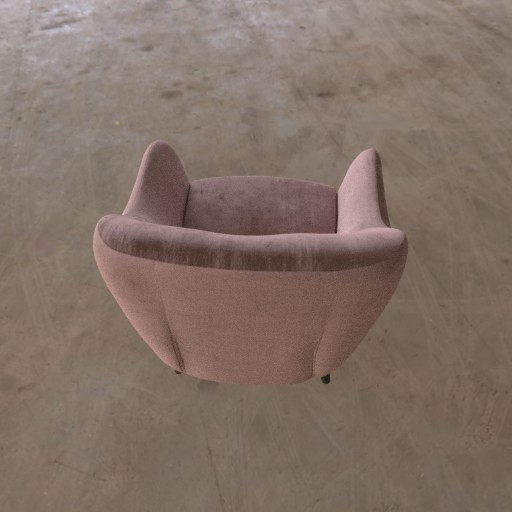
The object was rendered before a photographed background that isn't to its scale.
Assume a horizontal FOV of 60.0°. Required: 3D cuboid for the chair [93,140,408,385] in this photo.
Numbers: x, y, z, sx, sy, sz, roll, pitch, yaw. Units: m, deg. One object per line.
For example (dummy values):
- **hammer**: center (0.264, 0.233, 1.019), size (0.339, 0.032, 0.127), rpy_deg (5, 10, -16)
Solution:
- **chair**: center (0.000, 0.000, 1.504), size (0.840, 0.820, 0.820), rpy_deg (3, 47, 3)
